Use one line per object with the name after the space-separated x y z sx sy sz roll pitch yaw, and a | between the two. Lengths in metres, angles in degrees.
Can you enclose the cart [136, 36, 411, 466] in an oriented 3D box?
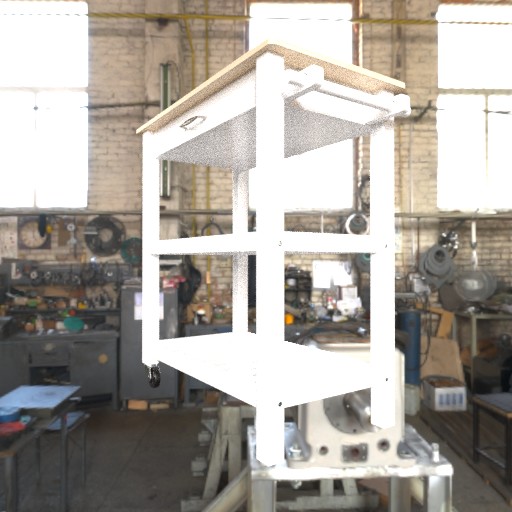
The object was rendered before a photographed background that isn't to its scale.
0.000 0.000 1.383 0.457 0.927 0.899 0 -1 -34 | cart
